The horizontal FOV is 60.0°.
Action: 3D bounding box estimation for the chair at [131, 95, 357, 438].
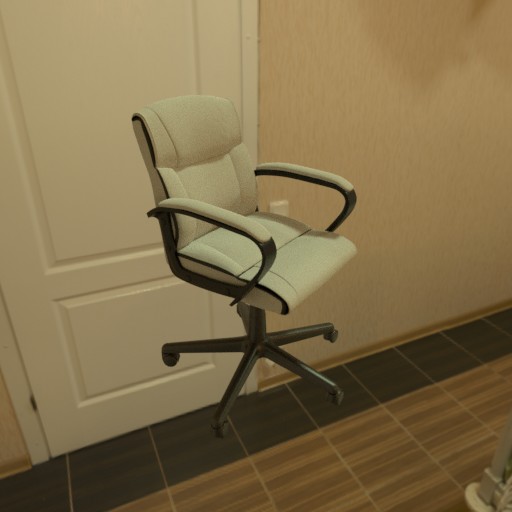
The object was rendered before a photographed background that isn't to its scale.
[{"bbox_3d":[0.000,0.000,1.542,0.717,1.004,0.739,18,32,32],"label":"chair"}]
